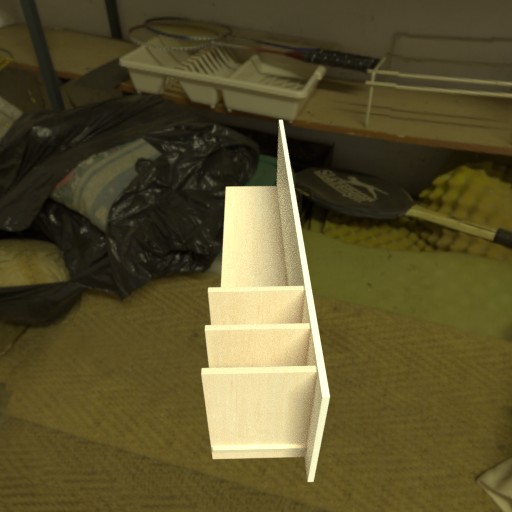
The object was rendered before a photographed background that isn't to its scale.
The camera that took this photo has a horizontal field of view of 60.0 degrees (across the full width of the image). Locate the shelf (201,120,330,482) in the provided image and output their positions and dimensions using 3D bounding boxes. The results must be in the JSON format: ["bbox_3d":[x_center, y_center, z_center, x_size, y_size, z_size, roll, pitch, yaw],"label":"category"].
[{"bbox_3d":[0.000,0.000,1.158,0.200,0.300,1.020,-1,40,-1],"label":"shelf"}]
